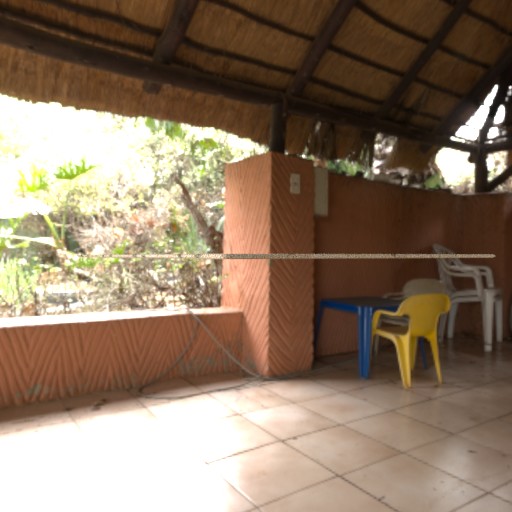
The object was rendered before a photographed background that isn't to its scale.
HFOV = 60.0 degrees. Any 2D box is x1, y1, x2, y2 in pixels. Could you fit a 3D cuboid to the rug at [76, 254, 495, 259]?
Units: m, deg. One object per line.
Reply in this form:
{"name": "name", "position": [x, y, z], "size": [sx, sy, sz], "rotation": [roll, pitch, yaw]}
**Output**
{"name": "rug", "position": [0.000, 0.000, 3.938], "size": [2.399, 0.026, 3.000], "rotation": [0, 0, -34]}
